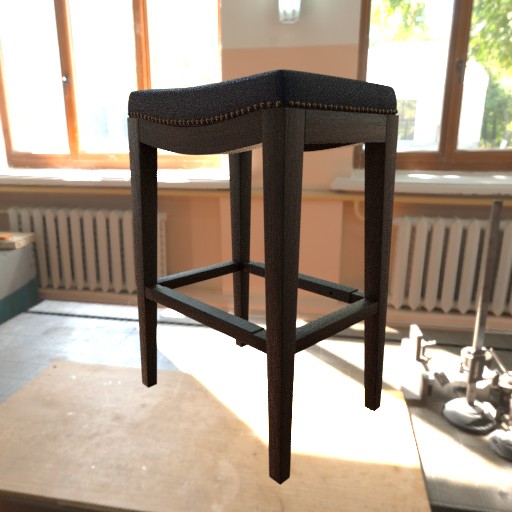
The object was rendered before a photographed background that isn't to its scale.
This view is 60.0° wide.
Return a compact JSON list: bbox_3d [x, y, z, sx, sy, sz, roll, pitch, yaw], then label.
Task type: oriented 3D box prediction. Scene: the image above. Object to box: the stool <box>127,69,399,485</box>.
[{"bbox_3d":[0.000,0.000,1.029,0.358,0.740,0.498,-14,20,-42],"label":"stool"}]
